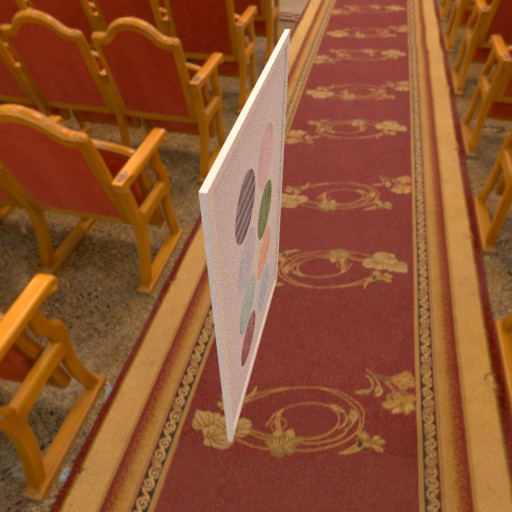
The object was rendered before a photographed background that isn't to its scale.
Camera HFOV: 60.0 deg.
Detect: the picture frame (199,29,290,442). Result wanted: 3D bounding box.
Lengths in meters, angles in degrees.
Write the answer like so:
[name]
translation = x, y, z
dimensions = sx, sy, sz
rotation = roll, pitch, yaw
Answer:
[picture frame]
translation = 0.000, 0.000, 1.206
dimensions = 0.013, 0.940, 0.659
rotation = 10, 47, 9
